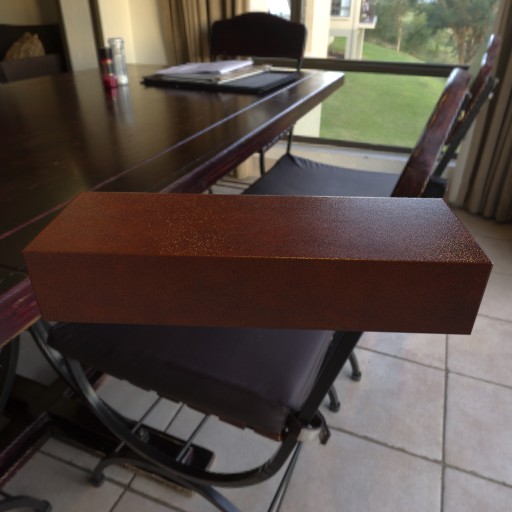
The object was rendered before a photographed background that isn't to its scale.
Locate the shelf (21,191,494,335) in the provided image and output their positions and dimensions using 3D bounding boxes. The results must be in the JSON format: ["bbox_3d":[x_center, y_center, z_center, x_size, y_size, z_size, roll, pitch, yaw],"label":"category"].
[{"bbox_3d":[0.000,0.000,0.516,0.457,0.088,0.152,1,31,2],"label":"shelf"}]
